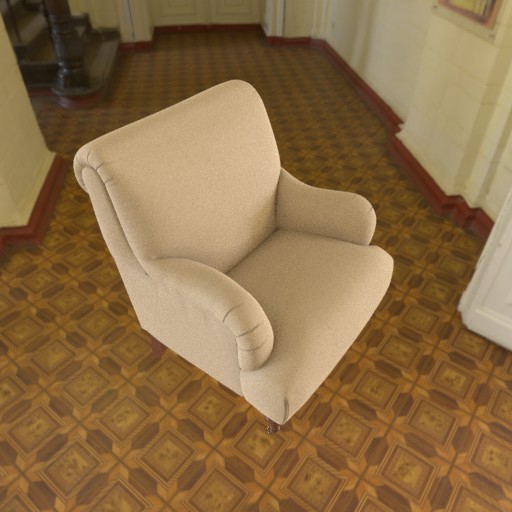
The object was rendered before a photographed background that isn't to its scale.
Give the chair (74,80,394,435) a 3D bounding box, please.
[{"bbox_3d":[0.000,0.000,1.593,0.842,0.942,0.766,26,47,27],"label":"chair"}]
